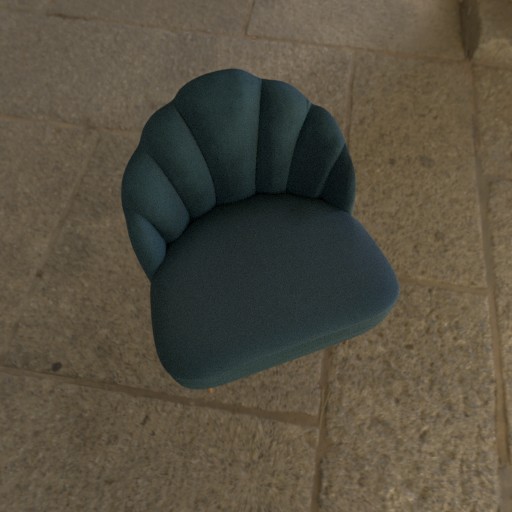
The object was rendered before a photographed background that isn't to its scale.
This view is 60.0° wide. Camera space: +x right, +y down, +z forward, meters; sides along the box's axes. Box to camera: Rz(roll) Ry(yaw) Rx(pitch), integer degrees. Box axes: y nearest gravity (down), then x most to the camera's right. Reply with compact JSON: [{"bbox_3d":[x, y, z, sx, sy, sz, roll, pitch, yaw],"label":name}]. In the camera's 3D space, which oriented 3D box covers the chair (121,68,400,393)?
[{"bbox_3d":[0.000,0.000,1.268,0.657,0.819,0.599,-18,64,-9],"label":"chair"}]
